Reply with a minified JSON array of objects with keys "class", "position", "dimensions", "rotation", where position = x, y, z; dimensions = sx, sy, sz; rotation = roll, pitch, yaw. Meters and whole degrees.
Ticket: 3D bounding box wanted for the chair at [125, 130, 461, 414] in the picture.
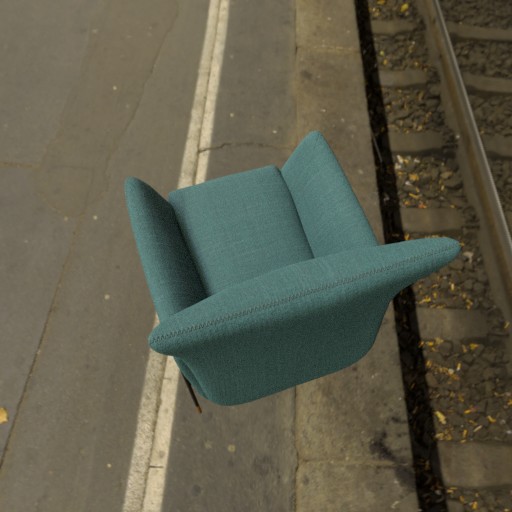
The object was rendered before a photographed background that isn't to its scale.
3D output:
[{"class":"chair","position":[0.000,0.000,1.407],"dimensions":[0.678,0.859,0.769],"rotation":[-16,60,-10]}]
